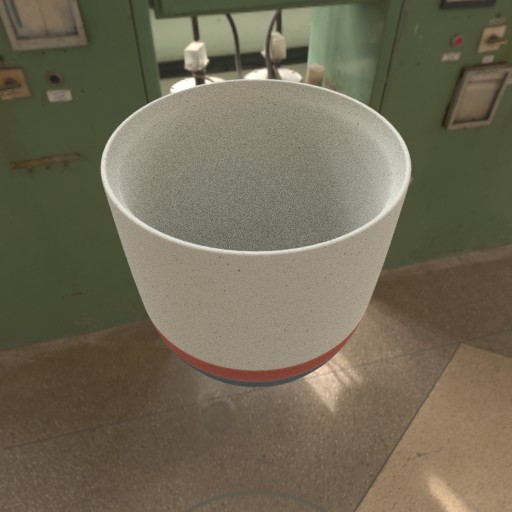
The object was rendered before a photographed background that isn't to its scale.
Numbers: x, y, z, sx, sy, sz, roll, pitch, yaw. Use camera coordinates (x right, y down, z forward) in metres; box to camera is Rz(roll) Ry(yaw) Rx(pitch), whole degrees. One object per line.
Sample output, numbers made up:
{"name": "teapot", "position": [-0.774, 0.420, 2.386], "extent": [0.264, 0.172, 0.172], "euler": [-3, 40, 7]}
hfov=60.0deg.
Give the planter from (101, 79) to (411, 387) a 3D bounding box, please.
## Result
{"name": "planter", "position": [0.000, 0.000, 0.375], "extent": [0.204, 0.214, 0.204], "euler": [0, 46, 0]}
